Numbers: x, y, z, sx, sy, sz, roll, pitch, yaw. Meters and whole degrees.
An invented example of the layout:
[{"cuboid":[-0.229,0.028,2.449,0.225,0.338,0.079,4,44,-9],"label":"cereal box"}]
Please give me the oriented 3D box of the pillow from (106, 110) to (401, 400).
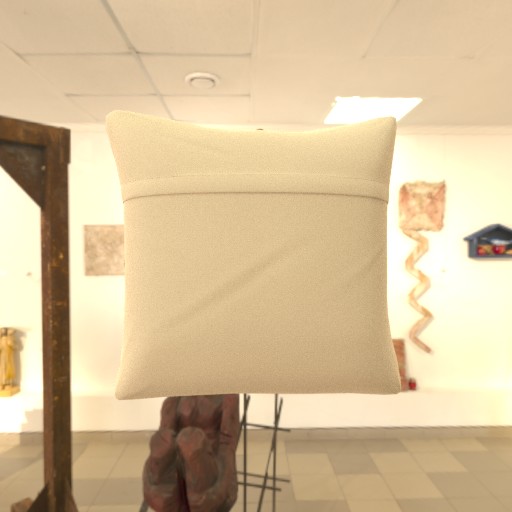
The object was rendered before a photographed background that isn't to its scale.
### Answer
[{"cuboid":[0.000,0.000,0.733,0.484,0.470,0.192,0,2,-2],"label":"pillow"}]
